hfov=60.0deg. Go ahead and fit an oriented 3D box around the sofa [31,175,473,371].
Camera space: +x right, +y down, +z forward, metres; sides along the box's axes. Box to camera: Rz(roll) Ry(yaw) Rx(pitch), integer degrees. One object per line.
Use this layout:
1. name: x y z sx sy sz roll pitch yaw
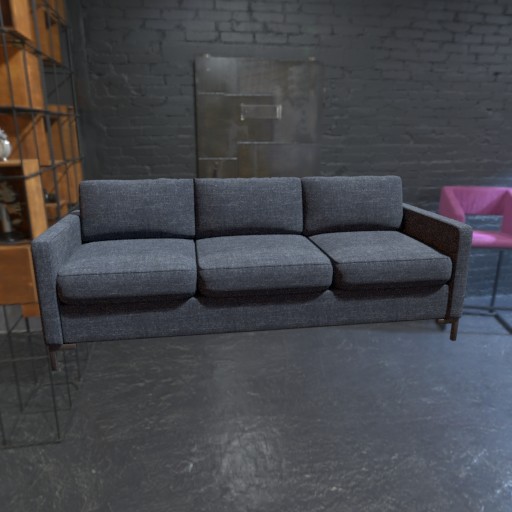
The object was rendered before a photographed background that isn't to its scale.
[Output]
1. sofa: 0.000 0.000 2.620 2.218 0.874 0.859 -2 16 -8
